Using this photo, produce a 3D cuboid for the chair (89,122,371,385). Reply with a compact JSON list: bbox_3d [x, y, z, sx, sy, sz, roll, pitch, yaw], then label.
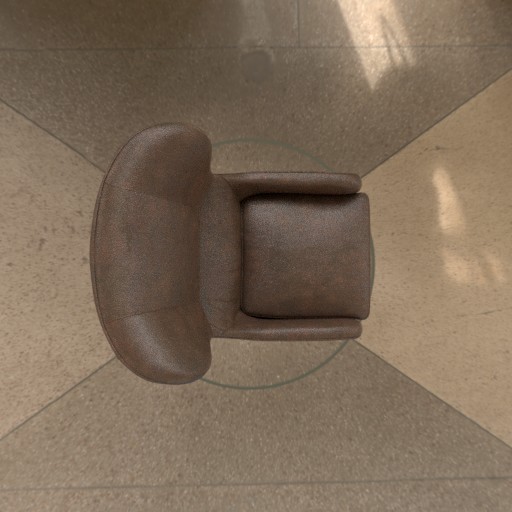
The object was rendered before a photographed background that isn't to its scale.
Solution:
[{"bbox_3d":[0.000,0.000,1.656,0.914,1.048,0.692,0,89,-1],"label":"chair"}]
